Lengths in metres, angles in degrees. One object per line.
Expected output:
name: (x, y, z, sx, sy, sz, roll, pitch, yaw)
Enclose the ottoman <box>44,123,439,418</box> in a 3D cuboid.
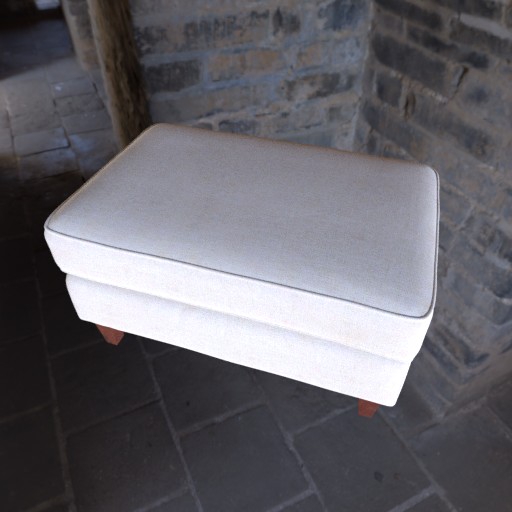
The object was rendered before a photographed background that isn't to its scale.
ottoman: (0.000, 0.000, 1.221, 0.862, 0.484, 0.583, 12, 44, 13)
